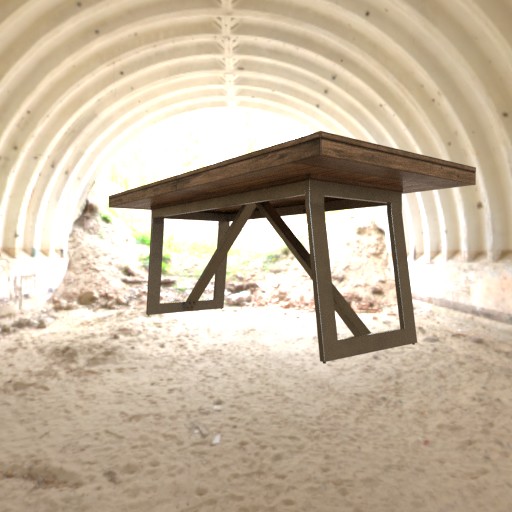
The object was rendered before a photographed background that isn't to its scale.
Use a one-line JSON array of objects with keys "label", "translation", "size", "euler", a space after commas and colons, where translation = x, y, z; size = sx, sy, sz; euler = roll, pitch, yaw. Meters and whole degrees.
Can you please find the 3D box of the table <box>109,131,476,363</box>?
[{"label": "table", "translation": [0.000, 0.000, 2.349], "size": [0.931, 0.757, 1.867], "euler": [0, 0, -37]}]
